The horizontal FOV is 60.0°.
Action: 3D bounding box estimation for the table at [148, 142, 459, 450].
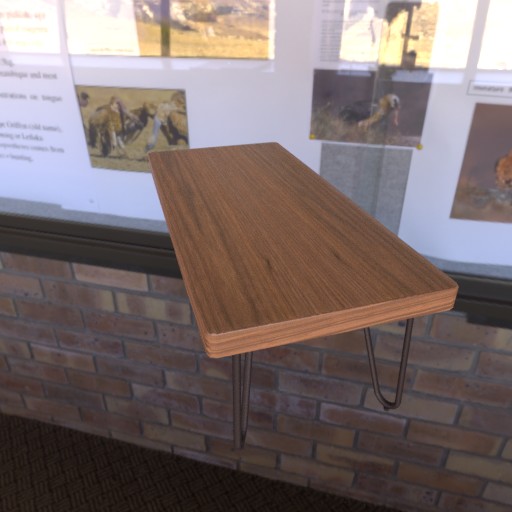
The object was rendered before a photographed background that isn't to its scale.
[{"bbox_3d":[0.000,0.000,1.686,0.637,0.468,1.375,-9,31,-15],"label":"table"}]
